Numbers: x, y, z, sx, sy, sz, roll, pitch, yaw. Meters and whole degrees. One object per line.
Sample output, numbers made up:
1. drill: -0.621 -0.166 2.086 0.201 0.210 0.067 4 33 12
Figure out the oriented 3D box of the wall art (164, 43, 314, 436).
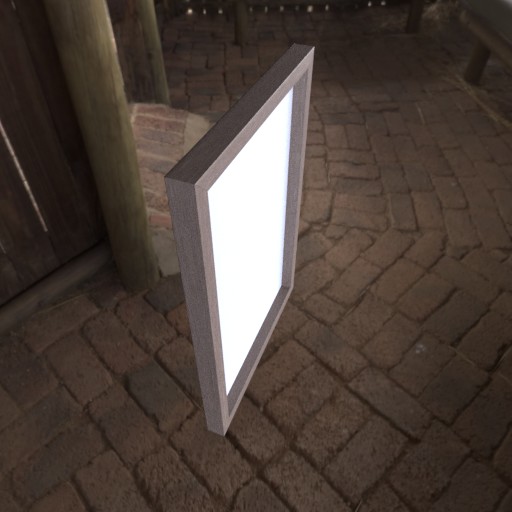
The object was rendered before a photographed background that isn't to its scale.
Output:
1. wall art: 0.000 0.000 0.686 0.032 0.510 0.358 16 47 16
